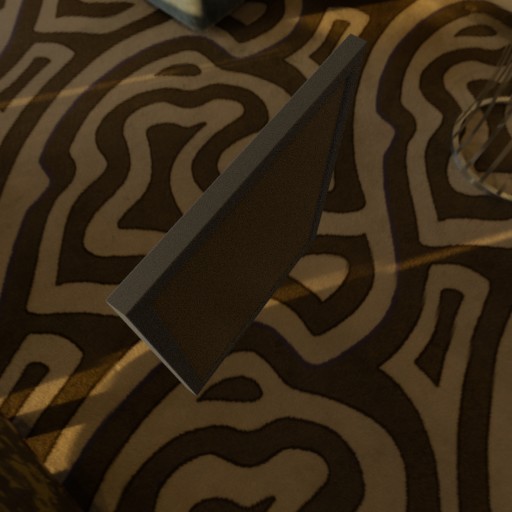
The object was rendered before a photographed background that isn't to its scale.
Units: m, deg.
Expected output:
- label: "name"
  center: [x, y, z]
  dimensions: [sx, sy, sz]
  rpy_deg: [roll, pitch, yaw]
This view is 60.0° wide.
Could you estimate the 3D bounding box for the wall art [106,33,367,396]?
- label: "wall art"
  center: [0.000, 0.000, 0.753]
  dimensions: [0.028, 0.558, 0.457]
  rpy_deg: [33, 69, 14]
